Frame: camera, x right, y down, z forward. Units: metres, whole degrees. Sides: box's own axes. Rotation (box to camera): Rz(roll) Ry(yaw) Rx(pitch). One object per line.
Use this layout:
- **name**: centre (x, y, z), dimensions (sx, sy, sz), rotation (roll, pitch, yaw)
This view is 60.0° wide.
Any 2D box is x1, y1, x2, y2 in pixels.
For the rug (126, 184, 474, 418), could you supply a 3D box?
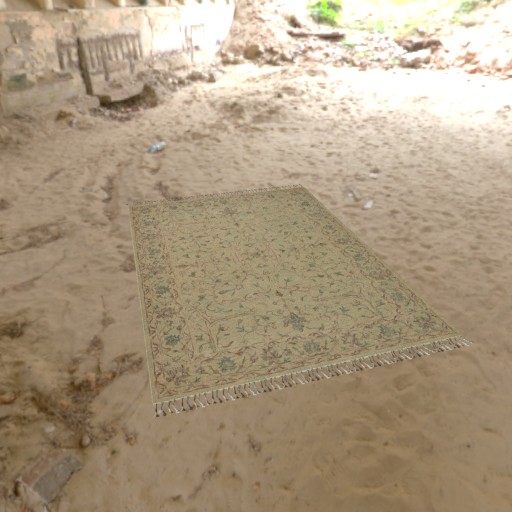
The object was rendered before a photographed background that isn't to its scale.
- **rug**: centre (0.000, 0.000, 2.315), dimensions (1.247, 0.008, 1.802), rotation (-9, 31, -14)
